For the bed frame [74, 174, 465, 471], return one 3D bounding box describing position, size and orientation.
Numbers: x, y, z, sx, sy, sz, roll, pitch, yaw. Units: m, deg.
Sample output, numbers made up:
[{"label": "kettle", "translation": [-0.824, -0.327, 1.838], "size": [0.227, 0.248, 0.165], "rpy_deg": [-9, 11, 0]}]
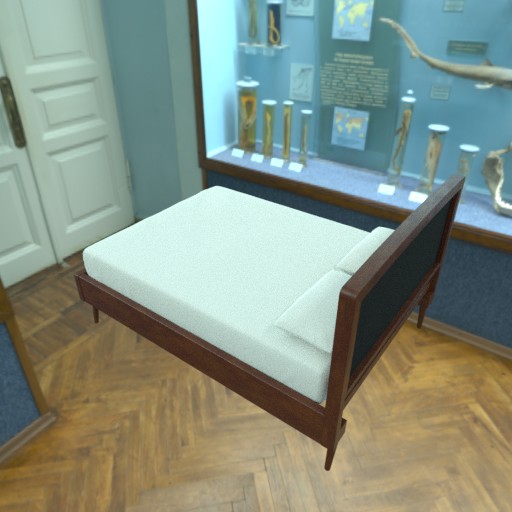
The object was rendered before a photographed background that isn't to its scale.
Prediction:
[{"label": "bed frame", "translation": [0.000, 0.000, 3.170], "size": [2.171, 1.279, 1.587], "rpy_deg": [22, 38, 30]}]
